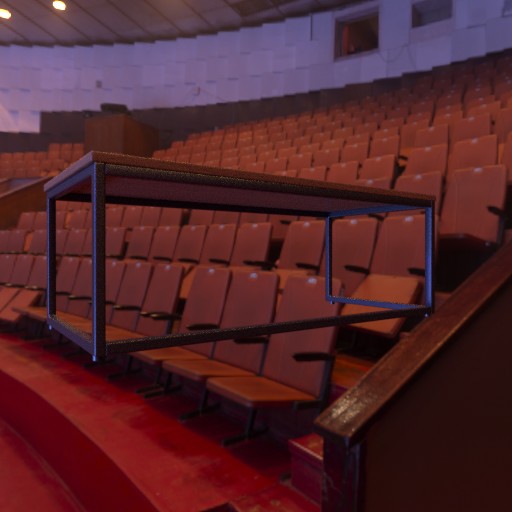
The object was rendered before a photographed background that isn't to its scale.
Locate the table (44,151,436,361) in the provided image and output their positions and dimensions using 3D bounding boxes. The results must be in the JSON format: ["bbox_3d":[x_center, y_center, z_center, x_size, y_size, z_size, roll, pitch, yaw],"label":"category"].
[{"bbox_3d":[0.000,0.000,1.351,1.100,0.400,0.500,0,0,-35],"label":"table"}]
